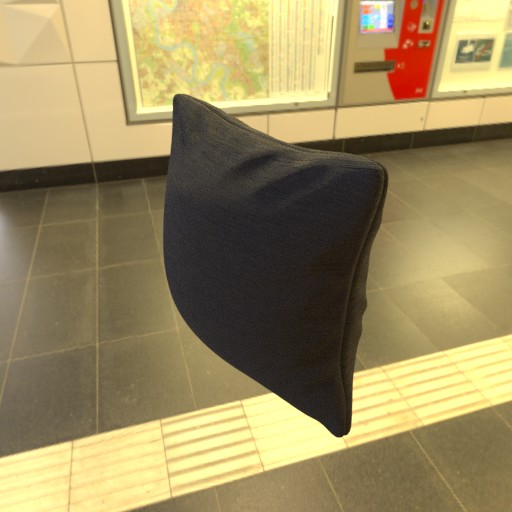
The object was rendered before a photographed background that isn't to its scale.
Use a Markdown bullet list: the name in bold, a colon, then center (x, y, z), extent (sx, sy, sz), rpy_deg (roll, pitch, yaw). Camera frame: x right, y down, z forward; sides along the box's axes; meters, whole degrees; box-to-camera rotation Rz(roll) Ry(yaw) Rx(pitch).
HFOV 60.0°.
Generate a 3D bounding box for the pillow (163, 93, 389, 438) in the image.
- **pillow**: center (0.000, 0.000, 0.679), extent (0.246, 0.414, 0.432), rpy_deg (-21, 38, -30)
